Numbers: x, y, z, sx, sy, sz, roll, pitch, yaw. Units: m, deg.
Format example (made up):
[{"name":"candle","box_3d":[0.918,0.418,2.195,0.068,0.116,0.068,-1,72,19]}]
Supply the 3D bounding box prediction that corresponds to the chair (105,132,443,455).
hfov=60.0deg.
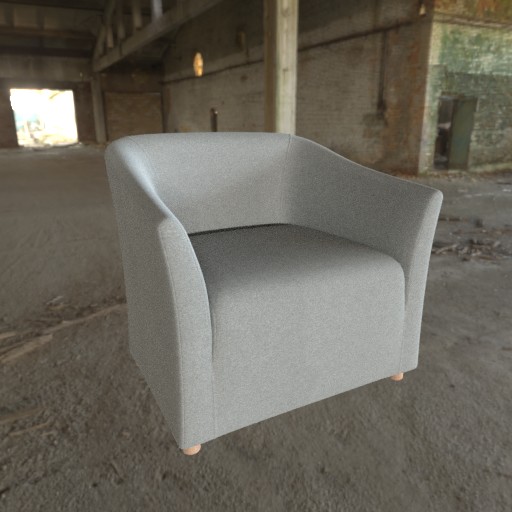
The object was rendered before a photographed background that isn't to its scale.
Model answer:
[{"name":"chair","box_3d":[0.000,0.000,1.360,0.790,0.720,0.700,-9,19,-27]}]
